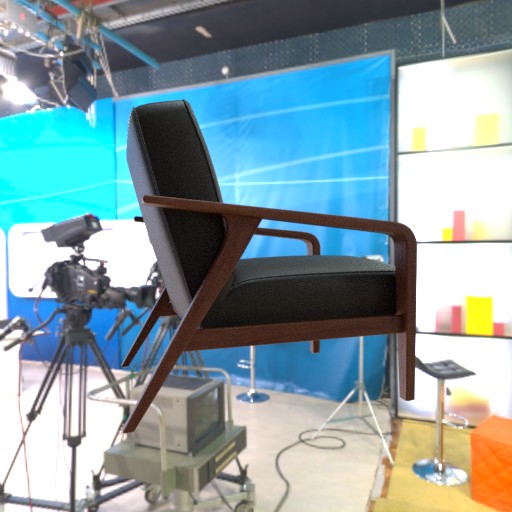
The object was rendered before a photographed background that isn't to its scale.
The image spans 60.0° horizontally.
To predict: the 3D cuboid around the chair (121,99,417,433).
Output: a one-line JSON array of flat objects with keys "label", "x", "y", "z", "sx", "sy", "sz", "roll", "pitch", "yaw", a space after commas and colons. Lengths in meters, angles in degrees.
[{"label": "chair", "x": 0.000, "y": 0.000, "z": 1.531, "sx": 0.889, "sy": 0.861, "sz": 0.719, "roll": 0, "pitch": 0, "yaw": -17}]
